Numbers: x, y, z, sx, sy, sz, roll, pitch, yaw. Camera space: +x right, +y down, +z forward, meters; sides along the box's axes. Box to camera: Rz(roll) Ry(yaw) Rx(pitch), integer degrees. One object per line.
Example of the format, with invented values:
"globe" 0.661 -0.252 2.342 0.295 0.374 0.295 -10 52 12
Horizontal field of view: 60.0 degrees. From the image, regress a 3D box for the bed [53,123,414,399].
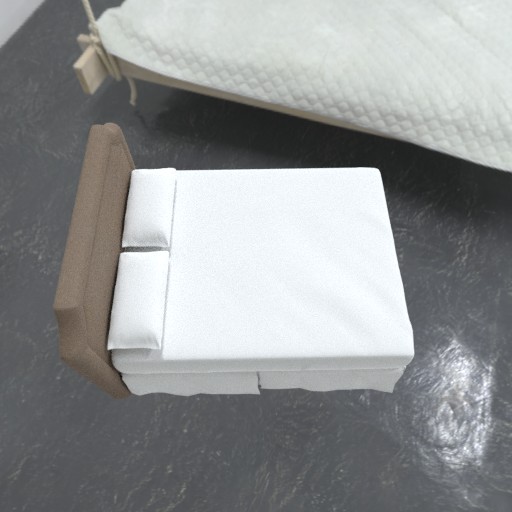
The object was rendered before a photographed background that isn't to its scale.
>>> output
"bed" 0.000 0.000 3.114 2.116 1.290 1.693 -1 62 -1
